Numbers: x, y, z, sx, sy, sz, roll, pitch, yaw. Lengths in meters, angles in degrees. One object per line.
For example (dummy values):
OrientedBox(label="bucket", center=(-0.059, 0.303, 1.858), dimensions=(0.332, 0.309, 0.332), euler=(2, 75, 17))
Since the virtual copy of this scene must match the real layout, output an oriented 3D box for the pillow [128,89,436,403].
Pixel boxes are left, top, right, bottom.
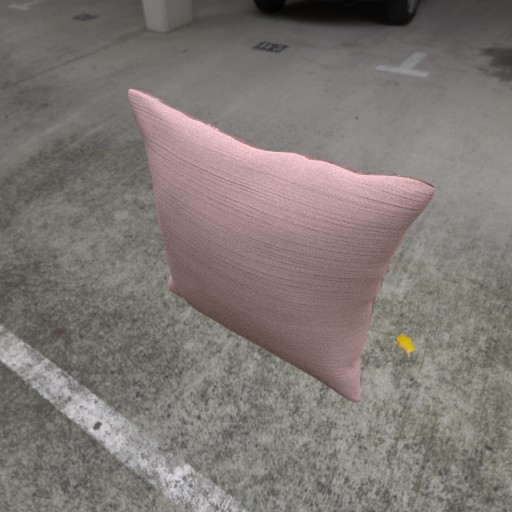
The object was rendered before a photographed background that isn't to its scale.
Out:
OrientedBox(label="pillow", center=(0.000, 0.000, 0.737), dimensions=(0.470, 0.464, 0.175), euler=(26, 51, 23))
